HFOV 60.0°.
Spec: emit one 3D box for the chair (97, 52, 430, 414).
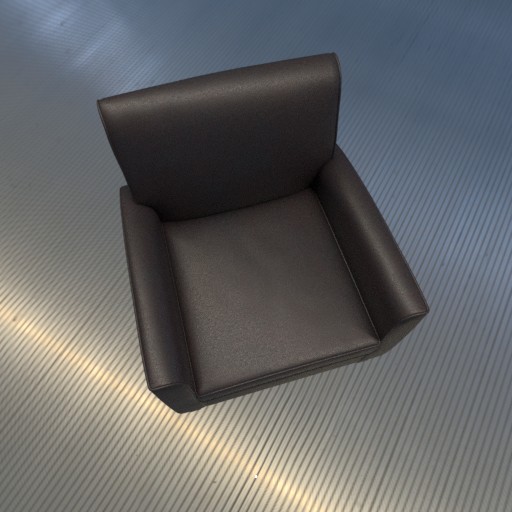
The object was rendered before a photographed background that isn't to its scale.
[{"bbox_3d":[0.000,0.000,1.541,0.820,0.916,0.819,-14,64,-7],"label":"chair"}]
